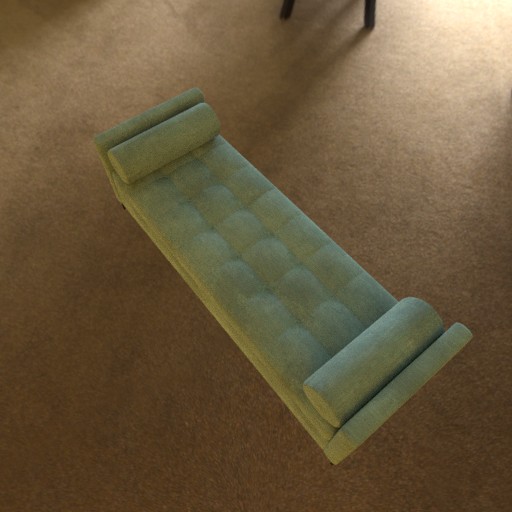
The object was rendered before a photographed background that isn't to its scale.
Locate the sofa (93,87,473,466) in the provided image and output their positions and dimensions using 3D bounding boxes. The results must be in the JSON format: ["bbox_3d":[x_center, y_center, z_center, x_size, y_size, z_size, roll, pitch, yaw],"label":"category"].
[{"bbox_3d":[0.000,0.000,2.333,0.686,0.635,1.981,-34,64,-19],"label":"sofa"}]
